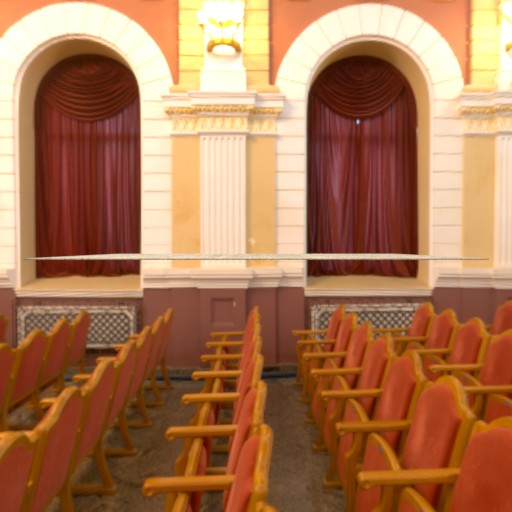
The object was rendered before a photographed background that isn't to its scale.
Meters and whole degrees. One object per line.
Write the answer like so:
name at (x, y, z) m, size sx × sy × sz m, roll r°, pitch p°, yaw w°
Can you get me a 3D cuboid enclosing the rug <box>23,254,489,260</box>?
rug at (0.000, 0.000, 2.930) m, size 2.283 × 0.006 × 1.521 m, roll 0°, pitch 1°, yaw 0°
